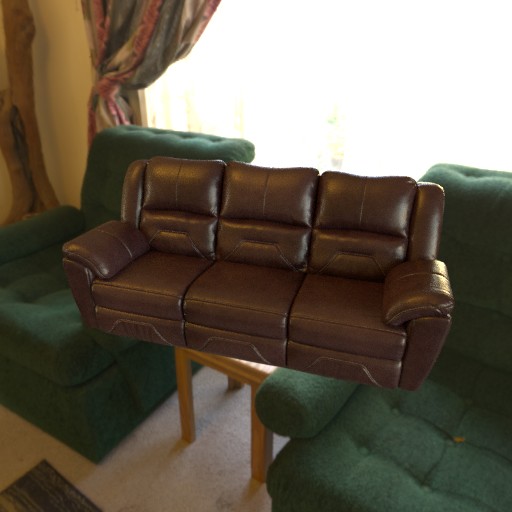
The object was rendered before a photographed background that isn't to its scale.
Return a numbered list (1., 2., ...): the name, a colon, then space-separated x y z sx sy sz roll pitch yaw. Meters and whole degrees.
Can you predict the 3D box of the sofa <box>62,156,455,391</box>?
1. sofa: 0.000 0.000 2.910 2.337 1.043 0.991 8 27 15
